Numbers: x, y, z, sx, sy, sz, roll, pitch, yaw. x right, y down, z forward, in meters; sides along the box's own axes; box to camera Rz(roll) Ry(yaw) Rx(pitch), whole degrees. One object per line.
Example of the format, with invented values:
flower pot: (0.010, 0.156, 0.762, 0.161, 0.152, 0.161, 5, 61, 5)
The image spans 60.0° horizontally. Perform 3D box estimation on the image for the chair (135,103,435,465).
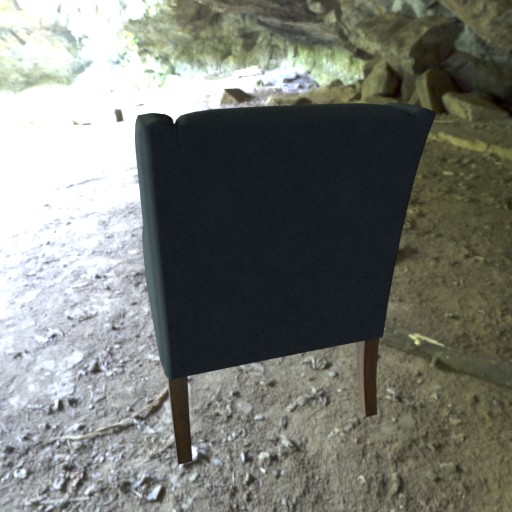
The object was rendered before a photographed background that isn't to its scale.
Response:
chair: (0.000, 0.000, 1.299, 0.629, 0.895, 0.629, -8, 27, -15)
